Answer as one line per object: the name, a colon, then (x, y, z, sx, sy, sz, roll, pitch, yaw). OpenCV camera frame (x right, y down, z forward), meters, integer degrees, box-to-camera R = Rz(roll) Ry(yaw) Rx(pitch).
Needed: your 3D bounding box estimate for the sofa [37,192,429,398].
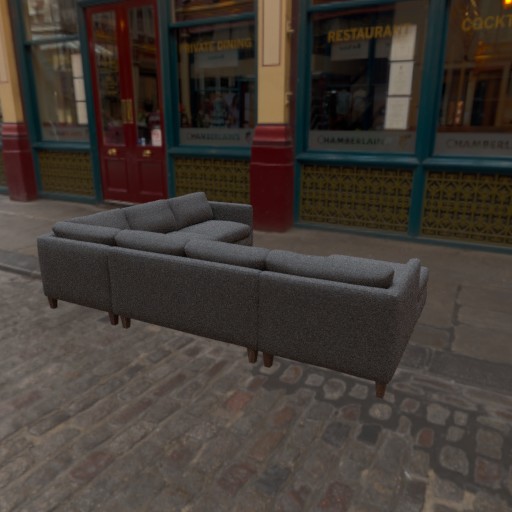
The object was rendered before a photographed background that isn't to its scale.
sofa: (0.000, 0.000, 4.428, 3.238, 0.853, 2.551, 8, 18, 27)
